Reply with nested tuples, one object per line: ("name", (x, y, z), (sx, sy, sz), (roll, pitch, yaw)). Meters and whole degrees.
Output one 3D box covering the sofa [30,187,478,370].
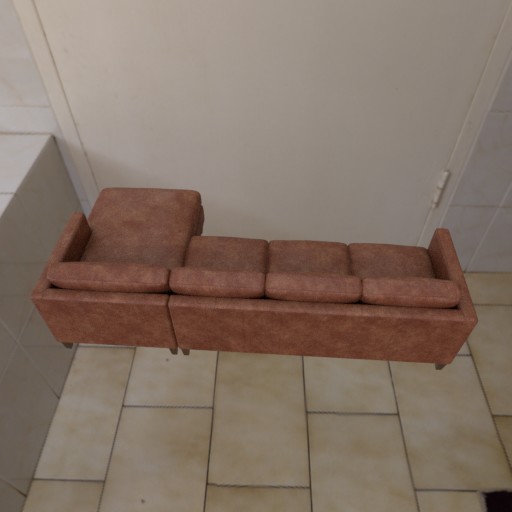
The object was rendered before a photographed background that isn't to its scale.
("sofa", (0.000, 0.000, 3.885), (3.203, 0.883, 1.581), (3, 47, 3))
